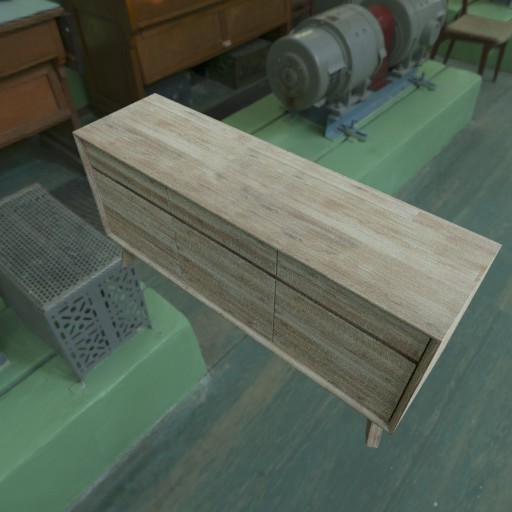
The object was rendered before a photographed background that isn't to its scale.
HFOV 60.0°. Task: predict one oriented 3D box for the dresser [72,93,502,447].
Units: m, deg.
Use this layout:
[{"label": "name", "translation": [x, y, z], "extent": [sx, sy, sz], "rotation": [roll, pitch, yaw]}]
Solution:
[{"label": "dresser", "translation": [0.000, 0.000, 1.888], "extent": [1.602, 0.788, 0.455], "rotation": [31, 53, 26]}]
